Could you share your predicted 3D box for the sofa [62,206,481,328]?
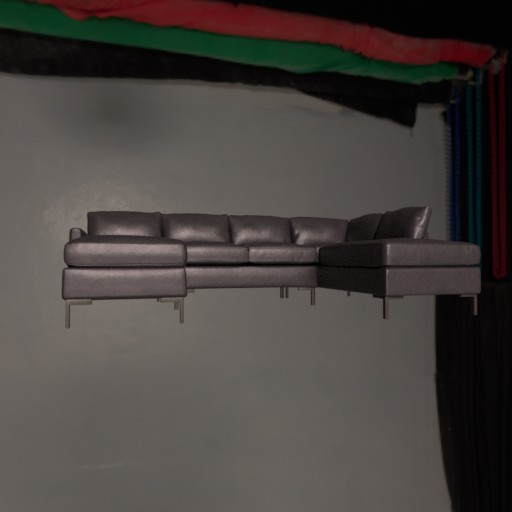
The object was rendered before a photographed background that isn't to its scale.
[{"bbox_3d":[0.000,0.000,3.786,2.956,0.900,1.939,0,-1,-18],"label":"sofa"}]
